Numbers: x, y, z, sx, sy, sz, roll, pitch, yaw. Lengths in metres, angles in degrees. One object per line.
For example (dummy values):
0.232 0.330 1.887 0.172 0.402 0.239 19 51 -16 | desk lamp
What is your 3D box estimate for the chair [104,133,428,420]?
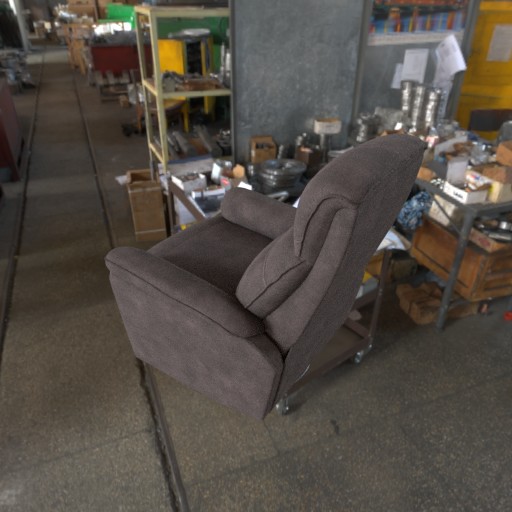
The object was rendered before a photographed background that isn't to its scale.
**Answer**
0.000 0.000 1.746 1.009 1.035 0.830 20 36 29 | chair
